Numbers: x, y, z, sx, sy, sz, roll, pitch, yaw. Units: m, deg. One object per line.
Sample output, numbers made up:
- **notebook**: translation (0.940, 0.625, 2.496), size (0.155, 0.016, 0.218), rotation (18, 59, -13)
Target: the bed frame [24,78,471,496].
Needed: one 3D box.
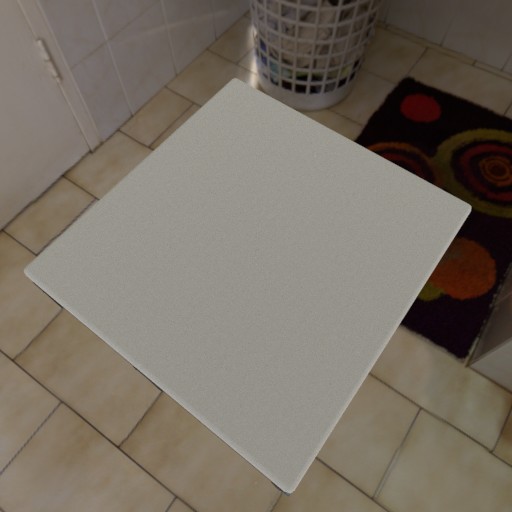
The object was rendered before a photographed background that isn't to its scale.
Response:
- **bed frame**: translation (0.000, 0.000, 3.785), size (2.526, 0.680, 2.635), rotation (34, 68, 16)
